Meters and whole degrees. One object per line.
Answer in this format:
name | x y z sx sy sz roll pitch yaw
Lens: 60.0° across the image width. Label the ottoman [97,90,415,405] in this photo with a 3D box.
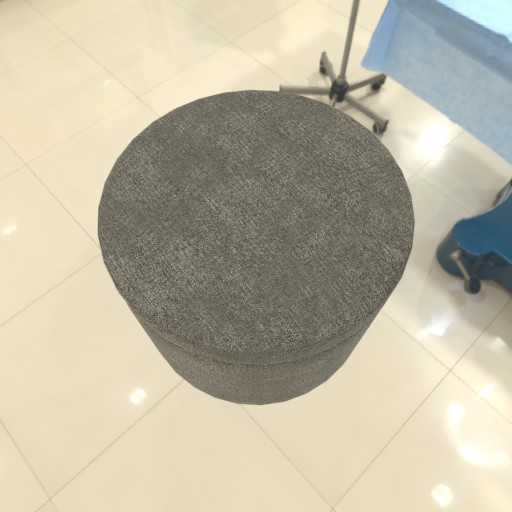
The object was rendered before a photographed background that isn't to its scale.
ottoman | 0.000 0.000 0.865 0.500 0.419 0.500 0 62 0
